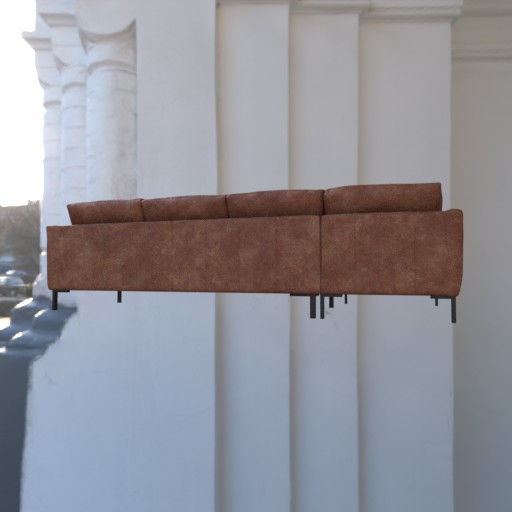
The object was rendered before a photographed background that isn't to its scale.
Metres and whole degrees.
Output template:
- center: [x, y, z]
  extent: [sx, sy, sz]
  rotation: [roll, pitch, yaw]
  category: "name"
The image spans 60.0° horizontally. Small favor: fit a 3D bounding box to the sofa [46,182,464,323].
- center: [0.000, 0.000, 3.692]
  extent: [2.993, 0.859, 1.471]
  rotation: [-1, -2, 18]
  category: "sofa"
